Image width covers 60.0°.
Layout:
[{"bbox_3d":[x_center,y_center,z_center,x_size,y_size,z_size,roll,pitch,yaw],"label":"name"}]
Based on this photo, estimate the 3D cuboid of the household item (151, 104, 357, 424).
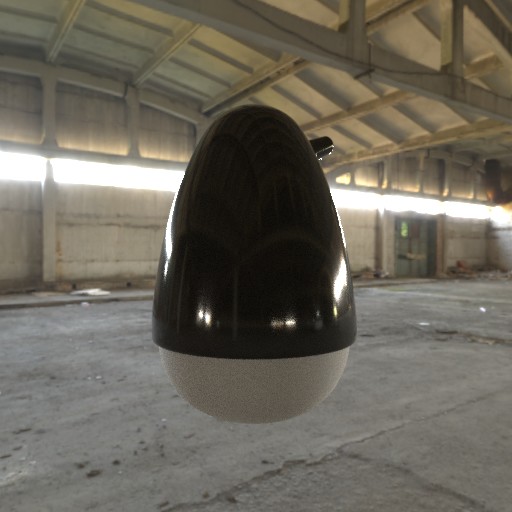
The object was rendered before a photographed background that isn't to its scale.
[{"bbox_3d":[0.000,0.000,0.226,0.104,0.152,0.102,0,0,-35],"label":"household item"}]
